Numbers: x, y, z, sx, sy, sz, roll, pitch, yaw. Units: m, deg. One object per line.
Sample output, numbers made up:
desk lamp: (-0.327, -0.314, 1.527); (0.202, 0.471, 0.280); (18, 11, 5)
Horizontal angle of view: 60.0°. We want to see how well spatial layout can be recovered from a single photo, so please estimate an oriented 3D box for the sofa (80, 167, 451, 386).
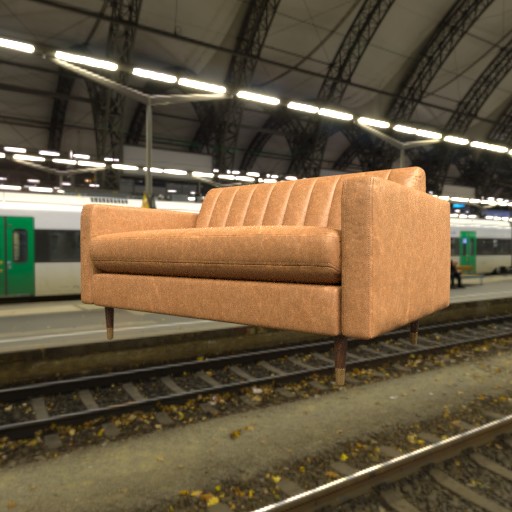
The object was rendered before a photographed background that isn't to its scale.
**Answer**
sofa: (0.000, 0.000, 2.101); (1.549, 0.820, 0.960); (1, 1, 37)
